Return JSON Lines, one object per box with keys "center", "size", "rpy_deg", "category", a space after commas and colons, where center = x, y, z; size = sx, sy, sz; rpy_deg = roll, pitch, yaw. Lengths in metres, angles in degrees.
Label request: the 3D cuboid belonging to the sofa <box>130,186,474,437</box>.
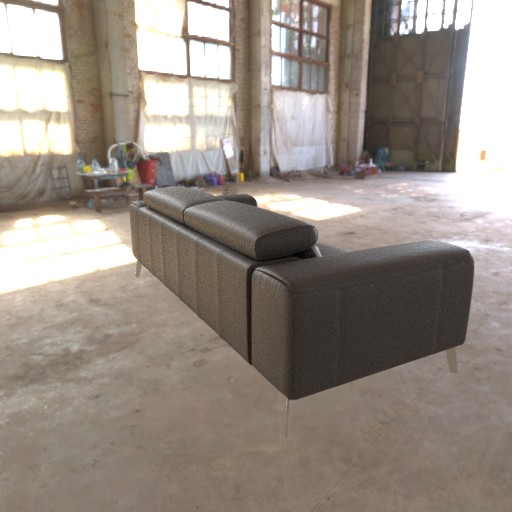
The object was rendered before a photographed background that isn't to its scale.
{"center": [0.000, 0.000, 2.775], "size": [1.023, 0.759, 2.321], "rpy_deg": [-8, 17, -28], "category": "sofa"}
